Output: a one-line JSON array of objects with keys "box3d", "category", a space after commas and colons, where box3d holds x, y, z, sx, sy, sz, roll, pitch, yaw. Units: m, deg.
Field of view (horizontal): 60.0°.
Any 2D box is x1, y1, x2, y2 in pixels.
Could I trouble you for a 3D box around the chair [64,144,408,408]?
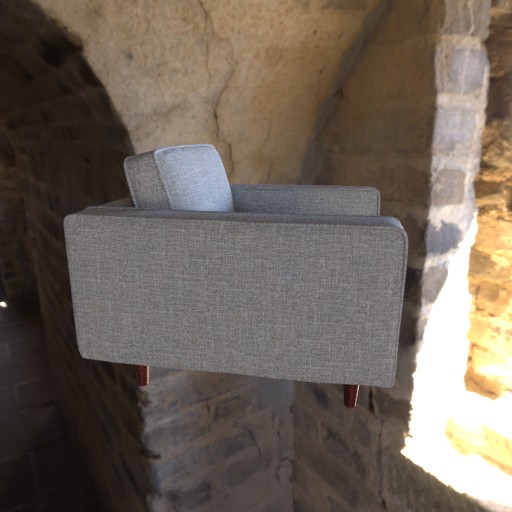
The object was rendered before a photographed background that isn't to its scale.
[{"box3d": [0.000, 0.000, 1.569, 0.914, 0.765, 0.889, 3, 15, 10], "category": "chair"}]
